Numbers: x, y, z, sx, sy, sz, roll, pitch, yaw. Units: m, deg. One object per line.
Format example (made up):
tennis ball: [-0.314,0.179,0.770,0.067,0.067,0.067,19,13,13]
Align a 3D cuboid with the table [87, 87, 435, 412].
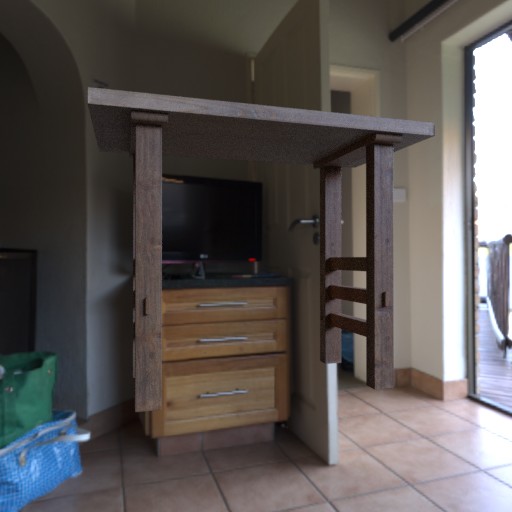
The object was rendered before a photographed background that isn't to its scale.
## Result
table: [0.000,0.000,1.627,1.119,0.914,0.556,0,0,-16]
